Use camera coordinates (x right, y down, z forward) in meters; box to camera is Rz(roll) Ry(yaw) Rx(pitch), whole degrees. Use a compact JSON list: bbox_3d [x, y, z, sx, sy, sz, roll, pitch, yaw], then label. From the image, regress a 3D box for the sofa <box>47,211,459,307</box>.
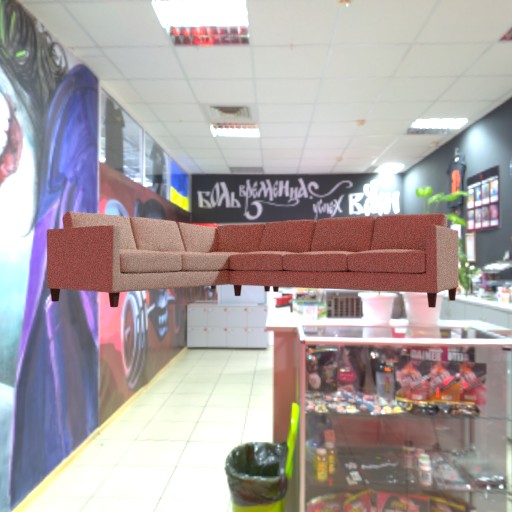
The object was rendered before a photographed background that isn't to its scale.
[{"bbox_3d":[0.000,0.000,4.267,3.182,0.863,2.432,0,-1,35],"label":"sofa"}]
